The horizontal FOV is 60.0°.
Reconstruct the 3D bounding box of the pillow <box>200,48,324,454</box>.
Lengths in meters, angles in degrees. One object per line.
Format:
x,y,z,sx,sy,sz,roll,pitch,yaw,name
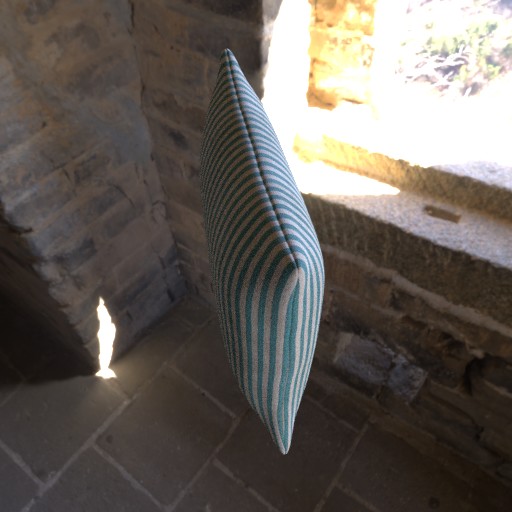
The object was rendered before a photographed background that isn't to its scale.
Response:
0.000,0.000,0.785,0.166,0.510,0.523,-8,48,-7,pillow
